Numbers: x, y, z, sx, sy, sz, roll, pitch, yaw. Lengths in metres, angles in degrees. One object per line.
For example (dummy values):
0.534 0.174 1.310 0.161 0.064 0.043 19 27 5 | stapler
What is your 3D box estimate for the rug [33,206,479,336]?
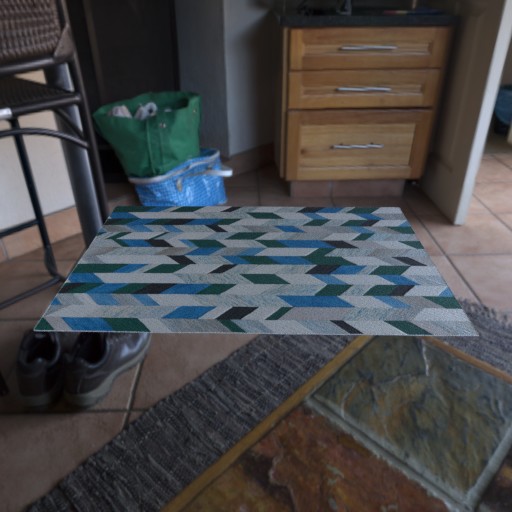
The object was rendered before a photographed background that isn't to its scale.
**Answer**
0.000 0.000 2.329 1.827 0.005 1.229 0 31 1 | rug
